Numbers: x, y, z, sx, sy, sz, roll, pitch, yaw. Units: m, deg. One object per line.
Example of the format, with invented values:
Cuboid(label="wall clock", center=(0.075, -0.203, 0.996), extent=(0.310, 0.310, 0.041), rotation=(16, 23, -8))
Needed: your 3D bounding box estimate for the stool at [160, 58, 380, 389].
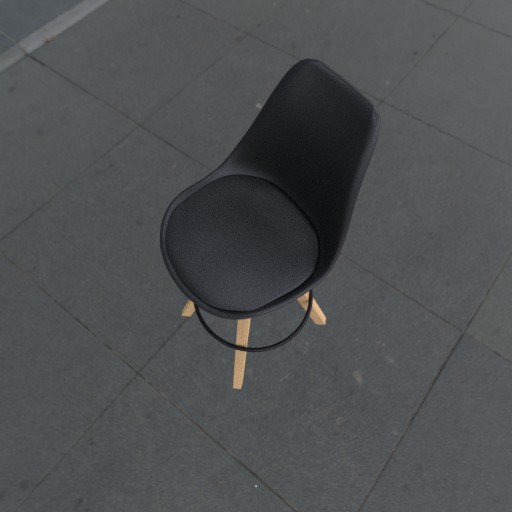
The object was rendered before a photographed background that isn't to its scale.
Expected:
Cuboid(label="stool", center=(0.000, 0.000, 1.429), extent=(0.550, 1.115, 0.485), rotation=(-34, 67, -16))
